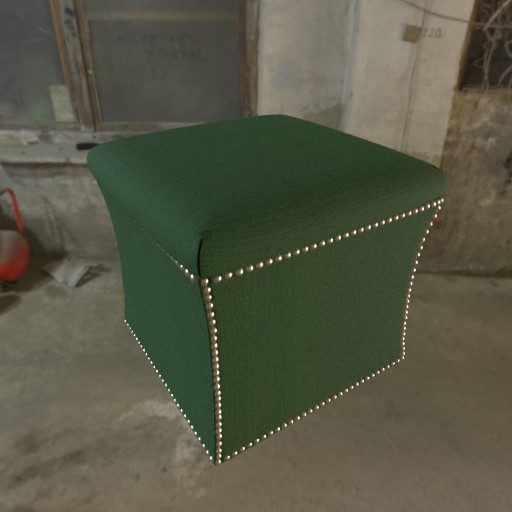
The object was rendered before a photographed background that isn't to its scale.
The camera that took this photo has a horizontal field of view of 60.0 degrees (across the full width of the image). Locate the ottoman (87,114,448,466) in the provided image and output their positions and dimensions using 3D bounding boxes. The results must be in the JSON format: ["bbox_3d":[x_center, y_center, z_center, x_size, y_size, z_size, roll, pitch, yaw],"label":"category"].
[{"bbox_3d":[0.000,0.000,0.915,0.507,0.475,0.497,-18,35,-28],"label":"ottoman"}]
